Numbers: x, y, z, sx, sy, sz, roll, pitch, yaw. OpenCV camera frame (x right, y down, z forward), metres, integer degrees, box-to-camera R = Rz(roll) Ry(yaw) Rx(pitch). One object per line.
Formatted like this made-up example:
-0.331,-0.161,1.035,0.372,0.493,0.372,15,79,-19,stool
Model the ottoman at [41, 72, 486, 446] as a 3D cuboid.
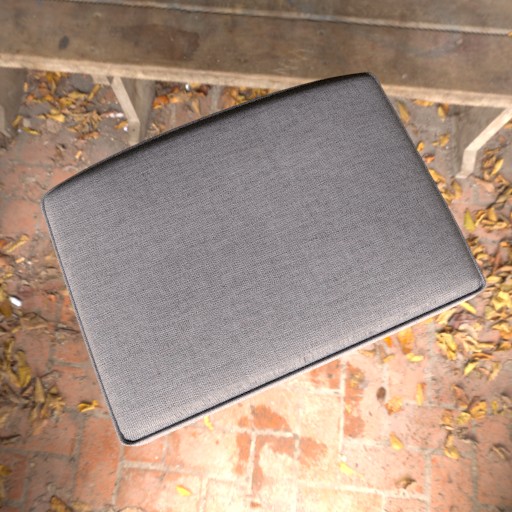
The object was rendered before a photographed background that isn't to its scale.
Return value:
0.000,0.000,1.026,0.750,0.458,0.555,-22,77,-5,ottoman
